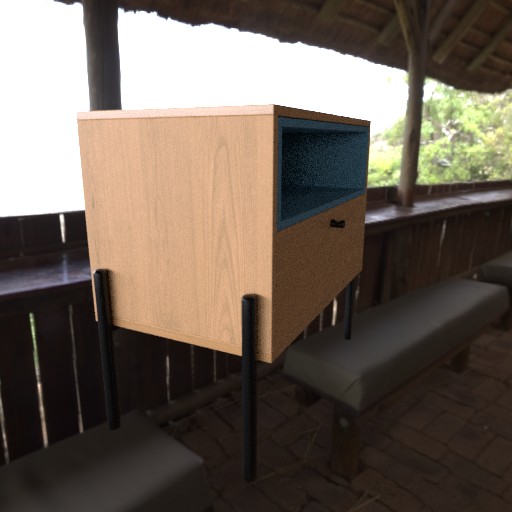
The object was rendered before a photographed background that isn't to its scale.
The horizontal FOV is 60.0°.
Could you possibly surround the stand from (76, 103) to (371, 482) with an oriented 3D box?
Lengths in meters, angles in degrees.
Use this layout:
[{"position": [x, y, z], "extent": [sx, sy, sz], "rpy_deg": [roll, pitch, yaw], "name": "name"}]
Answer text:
[{"position": [0.000, 0.000, 0.999], "extent": [0.400, 0.600, 0.630], "rpy_deg": [7, 16, 26], "name": "stand"}]
